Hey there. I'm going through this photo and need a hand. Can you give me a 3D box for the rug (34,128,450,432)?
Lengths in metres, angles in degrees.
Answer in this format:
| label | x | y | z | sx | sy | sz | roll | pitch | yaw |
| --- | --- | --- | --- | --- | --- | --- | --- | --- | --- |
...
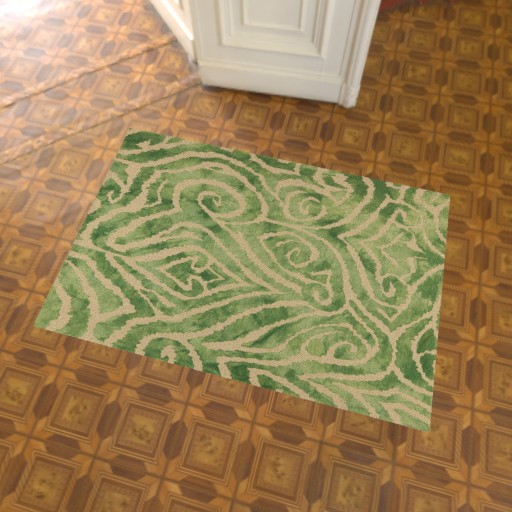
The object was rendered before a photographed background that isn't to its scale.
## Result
| label | x | y | z | sx | sy | sz | roll | pitch | yaw |
| --- | --- | --- | --- | --- | --- | --- | --- | --- | --- |
| rug | 0.000 | 0.000 | 2.217 | 1.826 | 0.006 | 1.220 | 13 | 65 | 6 |
